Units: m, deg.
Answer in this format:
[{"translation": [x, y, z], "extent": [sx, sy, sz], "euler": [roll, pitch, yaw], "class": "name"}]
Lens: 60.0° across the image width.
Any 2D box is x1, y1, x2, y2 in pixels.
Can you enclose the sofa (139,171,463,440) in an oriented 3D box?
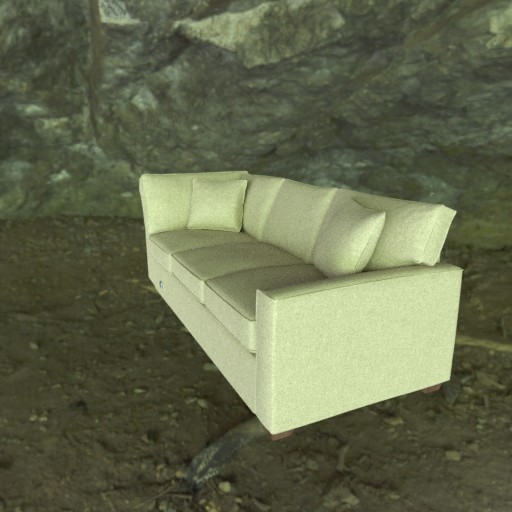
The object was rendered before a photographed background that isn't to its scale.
[{"translation": [0.000, 0.000, 2.871], "extent": [1.053, 0.948, 2.323], "euler": [-7, 16, -24], "class": "sofa"}]
